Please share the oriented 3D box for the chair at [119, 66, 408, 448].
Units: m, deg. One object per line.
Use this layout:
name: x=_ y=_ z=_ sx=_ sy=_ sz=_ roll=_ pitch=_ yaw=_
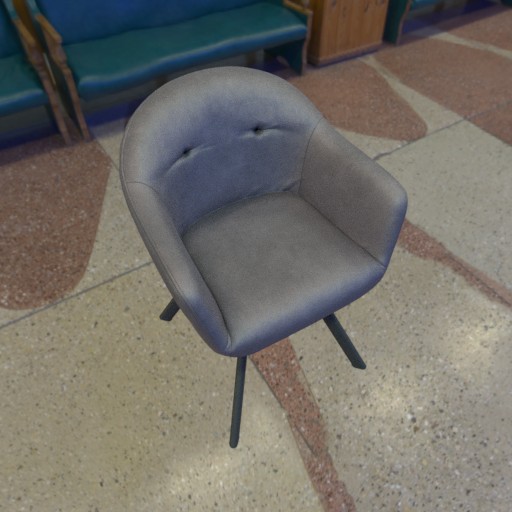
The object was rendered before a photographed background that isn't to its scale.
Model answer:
chair: x=0.000 y=0.000 z=1.161 sx=0.567 sy=0.781 sz=0.544 roll=-24 pitch=52 yaw=-21
